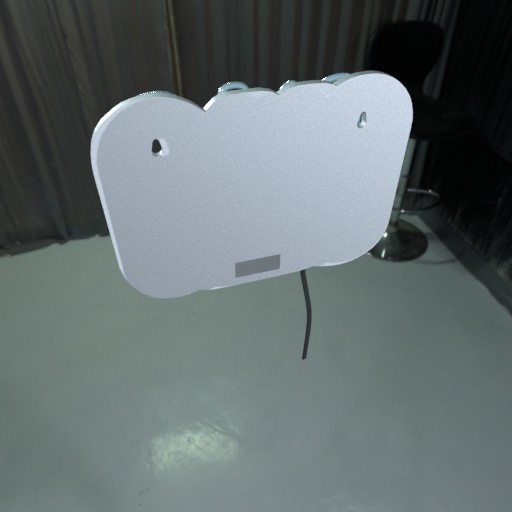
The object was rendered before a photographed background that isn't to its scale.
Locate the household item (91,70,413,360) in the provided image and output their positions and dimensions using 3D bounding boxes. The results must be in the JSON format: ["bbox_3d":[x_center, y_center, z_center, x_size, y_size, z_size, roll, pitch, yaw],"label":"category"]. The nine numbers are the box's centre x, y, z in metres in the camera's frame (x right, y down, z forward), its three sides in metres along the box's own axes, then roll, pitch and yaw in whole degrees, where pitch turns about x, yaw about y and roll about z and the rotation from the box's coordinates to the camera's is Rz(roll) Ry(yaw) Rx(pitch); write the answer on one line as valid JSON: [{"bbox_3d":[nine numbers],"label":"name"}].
[{"bbox_3d":[0.000,0.000,0.367,0.211,0.294,0.042,-11,42,-13],"label":"household item"}]
